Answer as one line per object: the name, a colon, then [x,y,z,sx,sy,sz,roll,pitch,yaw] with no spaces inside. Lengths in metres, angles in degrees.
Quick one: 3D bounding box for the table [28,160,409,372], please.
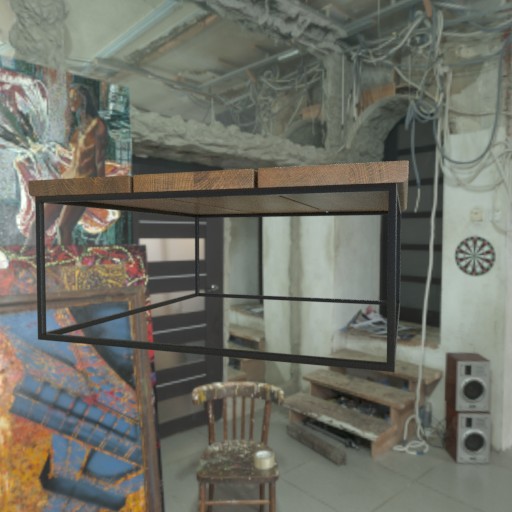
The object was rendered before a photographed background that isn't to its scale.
table: [0.000,0.000,1.400,0.900,0.400,0.900,1,2,19]
